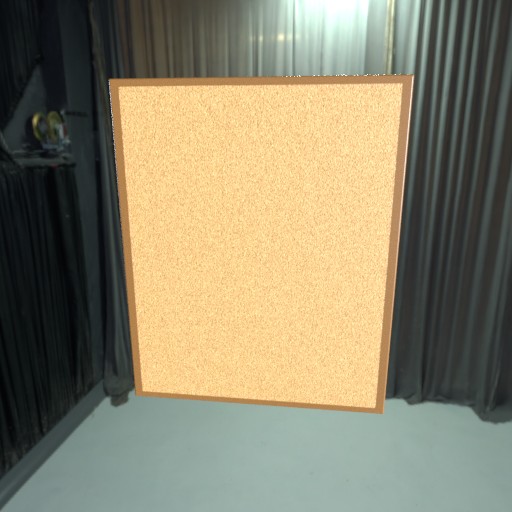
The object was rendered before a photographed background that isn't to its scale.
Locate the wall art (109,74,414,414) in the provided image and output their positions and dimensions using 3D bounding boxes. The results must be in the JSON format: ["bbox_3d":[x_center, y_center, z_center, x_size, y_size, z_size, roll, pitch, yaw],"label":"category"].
[{"bbox_3d":[0.000,0.000,0.504,0.310,0.379,0.015,2,16,7],"label":"wall art"}]
